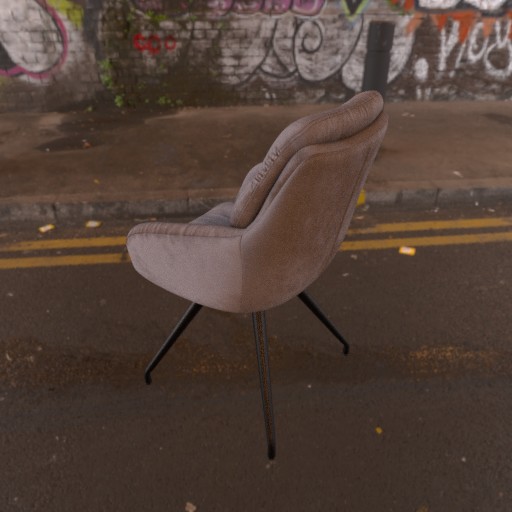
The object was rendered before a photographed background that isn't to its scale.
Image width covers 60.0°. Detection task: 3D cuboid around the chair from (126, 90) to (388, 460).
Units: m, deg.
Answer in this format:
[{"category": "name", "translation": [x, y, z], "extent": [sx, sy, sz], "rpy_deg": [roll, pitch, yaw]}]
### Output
[{"category": "chair", "translation": [0.000, 0.000, 1.241], "extent": [0.569, 0.888, 0.579], "rpy_deg": [19, 36, 29]}]
